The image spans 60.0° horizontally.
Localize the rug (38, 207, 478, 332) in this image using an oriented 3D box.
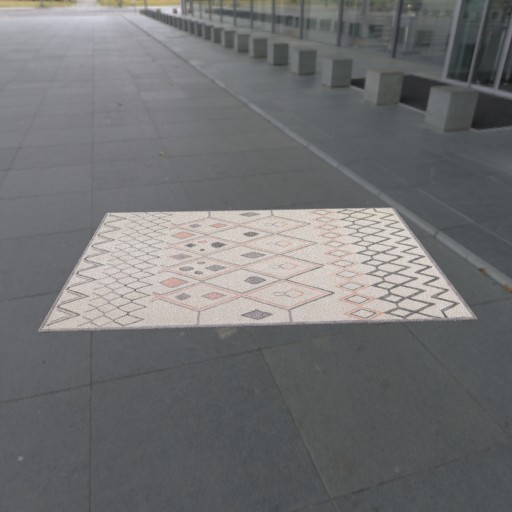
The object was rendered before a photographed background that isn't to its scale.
[{"bbox_3d":[0.000,0.000,3.107,2.438,0.015,1.524,-1,30,-2],"label":"rug"}]
